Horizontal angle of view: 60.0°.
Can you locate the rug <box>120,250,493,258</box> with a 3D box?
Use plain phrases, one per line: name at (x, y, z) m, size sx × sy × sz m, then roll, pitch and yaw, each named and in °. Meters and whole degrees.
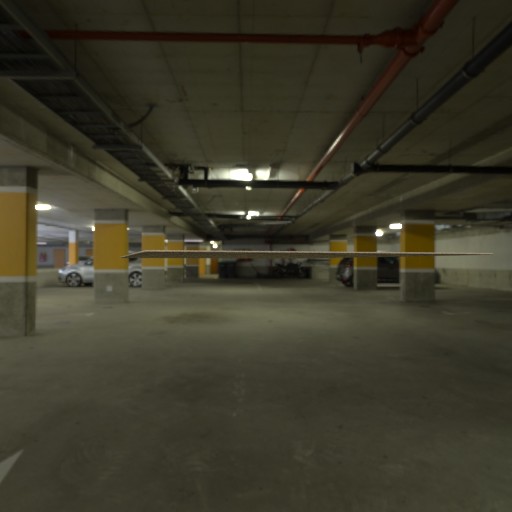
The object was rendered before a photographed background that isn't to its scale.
rug at (0.000, 0.000, 4.264) m, size 2.382 × 0.018 × 3.294 m, roll 0°, pitch -1°, yaw -19°
